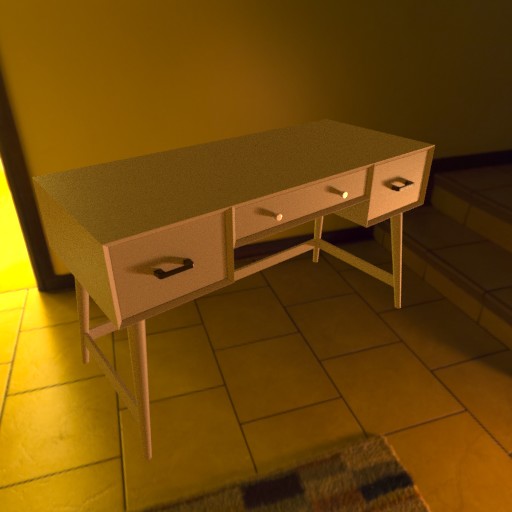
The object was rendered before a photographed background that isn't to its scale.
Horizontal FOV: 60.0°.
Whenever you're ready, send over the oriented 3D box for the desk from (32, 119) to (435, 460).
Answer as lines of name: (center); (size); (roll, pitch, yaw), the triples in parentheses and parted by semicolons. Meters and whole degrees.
desk: (0.000, 0.000, 1.721); (1.313, 0.762, 0.589); (-21, 36, -33)
